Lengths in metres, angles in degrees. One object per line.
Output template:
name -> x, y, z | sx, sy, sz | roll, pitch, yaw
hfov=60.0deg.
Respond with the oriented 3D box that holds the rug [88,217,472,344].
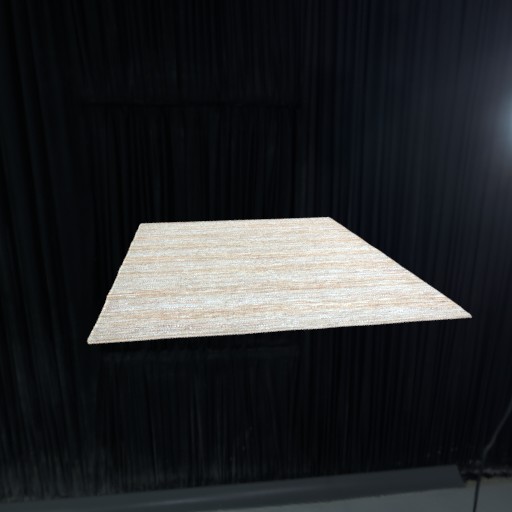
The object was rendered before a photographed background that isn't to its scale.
rug -> 0.000, 0.000, 3.958 | 2.313, 0.009, 2.939 | -3, 17, -8
